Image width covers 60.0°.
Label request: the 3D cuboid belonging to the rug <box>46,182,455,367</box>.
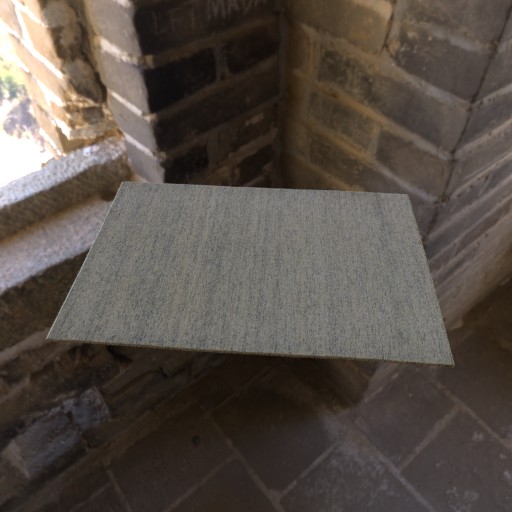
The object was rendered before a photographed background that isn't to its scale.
[{"bbox_3d":[0.000,0.000,2.967,2.263,0.017,1.523,3,45,3],"label":"rug"}]
